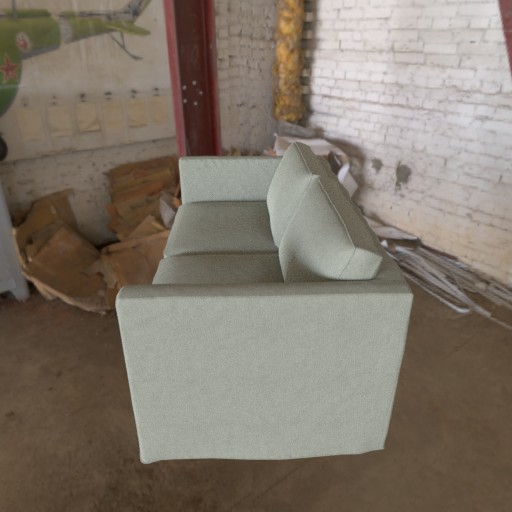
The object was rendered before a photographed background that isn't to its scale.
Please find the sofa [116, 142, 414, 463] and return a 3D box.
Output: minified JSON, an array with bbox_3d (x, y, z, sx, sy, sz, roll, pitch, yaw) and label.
[{"bbox_3d":[0.000,0.000,2.225,0.944,0.830,1.727,-1,27,-2],"label":"sofa"}]
